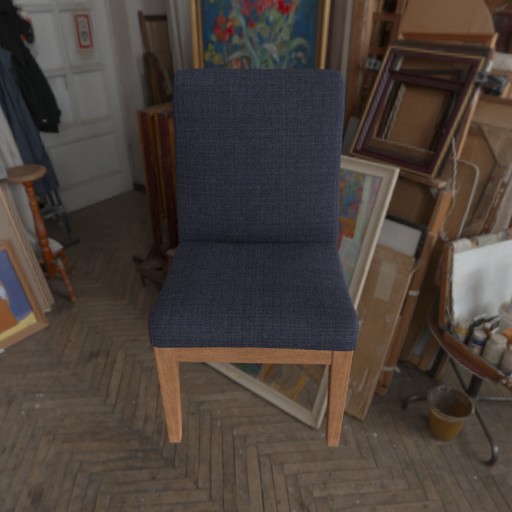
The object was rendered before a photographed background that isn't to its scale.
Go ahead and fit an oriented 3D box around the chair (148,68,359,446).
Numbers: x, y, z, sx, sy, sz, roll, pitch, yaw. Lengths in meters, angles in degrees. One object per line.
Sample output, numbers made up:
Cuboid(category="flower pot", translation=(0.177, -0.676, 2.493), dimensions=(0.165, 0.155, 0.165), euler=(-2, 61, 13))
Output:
Cuboid(category="chair", translation=(0.000, 0.000, 1.251), dimensions=(0.507, 0.911, 0.586), euler=(1, 31, 1))
